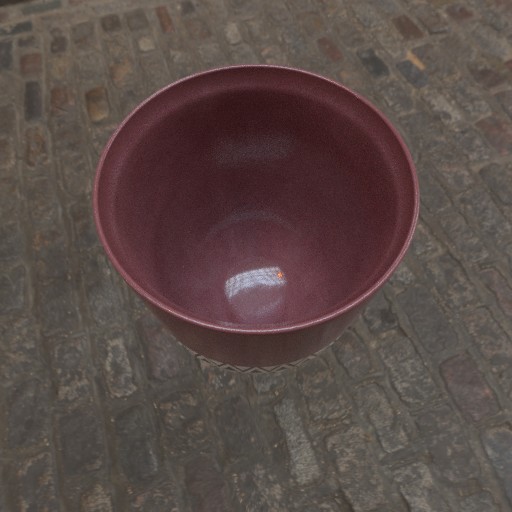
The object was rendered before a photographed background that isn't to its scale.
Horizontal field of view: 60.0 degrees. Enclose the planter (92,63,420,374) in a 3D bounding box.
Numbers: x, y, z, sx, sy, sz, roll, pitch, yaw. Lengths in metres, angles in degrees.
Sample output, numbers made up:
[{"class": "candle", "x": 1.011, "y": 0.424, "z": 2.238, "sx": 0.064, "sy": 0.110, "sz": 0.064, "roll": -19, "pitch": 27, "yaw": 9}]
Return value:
[{"class": "planter", "x": 0.000, "y": 0.000, "z": 0.362, "sx": 0.195, "sy": 0.214, "sz": 0.195, "roll": 0, "pitch": 63, "yaw": 0}]
